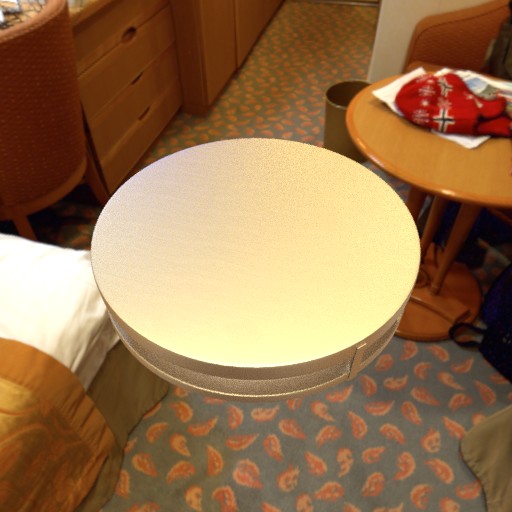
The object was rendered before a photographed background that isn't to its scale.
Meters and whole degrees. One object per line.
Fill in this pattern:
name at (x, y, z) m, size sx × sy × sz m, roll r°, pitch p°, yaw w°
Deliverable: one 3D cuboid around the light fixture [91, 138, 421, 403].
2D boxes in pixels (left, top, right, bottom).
light fixture at (0.000, 0.000, 0.526) m, size 0.356 × 0.102 × 0.356 m, roll 0°, pitch 46°, yaw 0°
